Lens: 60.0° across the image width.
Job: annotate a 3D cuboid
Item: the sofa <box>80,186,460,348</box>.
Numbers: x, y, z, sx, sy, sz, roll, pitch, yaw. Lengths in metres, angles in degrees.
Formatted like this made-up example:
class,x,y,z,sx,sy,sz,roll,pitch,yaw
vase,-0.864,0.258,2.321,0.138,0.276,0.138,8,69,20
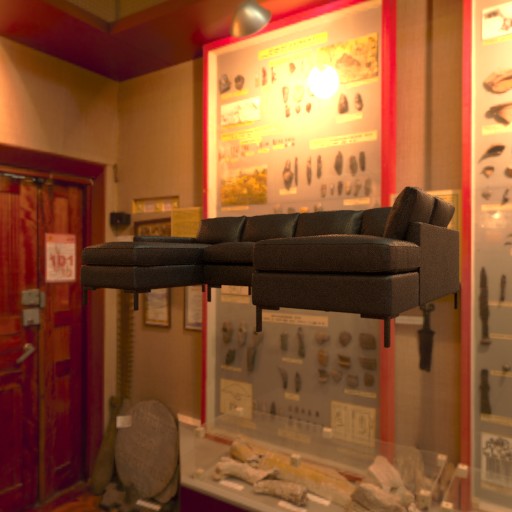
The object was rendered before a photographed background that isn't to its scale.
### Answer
class,x,y,z,sx,sy,sz,roll,pitch,yaw
sofa,0.000,0.000,3.813,2.956,0.900,1.939,0,1,35
